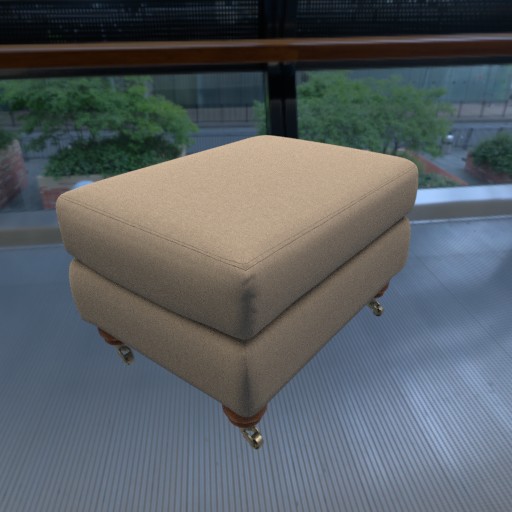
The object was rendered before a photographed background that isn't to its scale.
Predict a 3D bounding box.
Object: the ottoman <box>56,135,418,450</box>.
[{"bbox_3d":[0.000,0.000,1.167,0.574,0.497,0.773,20,33,33],"label":"ottoman"}]
